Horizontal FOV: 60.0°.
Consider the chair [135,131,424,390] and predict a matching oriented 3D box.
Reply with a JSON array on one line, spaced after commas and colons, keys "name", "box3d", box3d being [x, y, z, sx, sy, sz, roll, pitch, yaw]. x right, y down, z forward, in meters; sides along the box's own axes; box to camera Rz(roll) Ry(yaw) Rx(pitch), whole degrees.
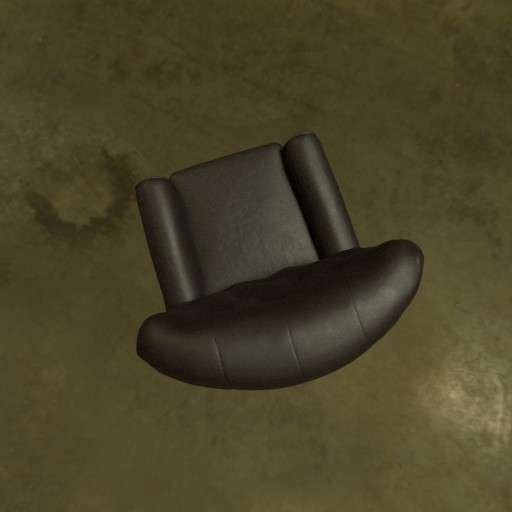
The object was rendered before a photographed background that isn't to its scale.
[{"name": "chair", "box3d": [0.000, 0.000, 1.927, 0.948, 1.158, 1.058, -17, 77, -4]}]
